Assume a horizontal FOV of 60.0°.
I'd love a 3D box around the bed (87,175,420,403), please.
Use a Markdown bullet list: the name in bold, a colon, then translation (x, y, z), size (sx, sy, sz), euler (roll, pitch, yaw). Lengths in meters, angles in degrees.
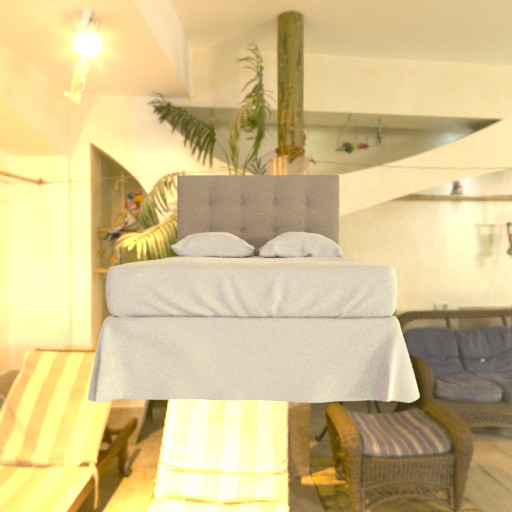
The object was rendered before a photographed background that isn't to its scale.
- **bed**: translation (0.000, 0.000, 3.466), size (1.936, 1.577, 2.222), euler (0, 1, 1)
